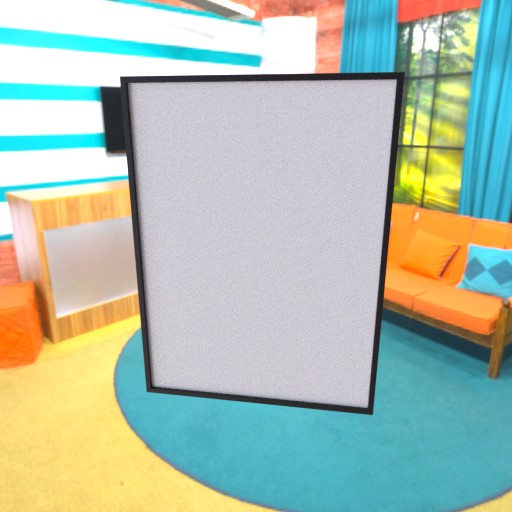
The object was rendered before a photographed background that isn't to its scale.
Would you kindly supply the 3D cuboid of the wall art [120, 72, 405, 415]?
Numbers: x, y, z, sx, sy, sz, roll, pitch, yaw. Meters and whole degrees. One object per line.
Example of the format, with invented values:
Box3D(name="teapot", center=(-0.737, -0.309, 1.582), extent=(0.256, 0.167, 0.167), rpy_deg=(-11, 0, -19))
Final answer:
Box3D(name="wall art", center=(0.000, 0.000, 1.408), extent=(0.802, 1.070, 0.036), rpy_deg=(3, 18, 9))
